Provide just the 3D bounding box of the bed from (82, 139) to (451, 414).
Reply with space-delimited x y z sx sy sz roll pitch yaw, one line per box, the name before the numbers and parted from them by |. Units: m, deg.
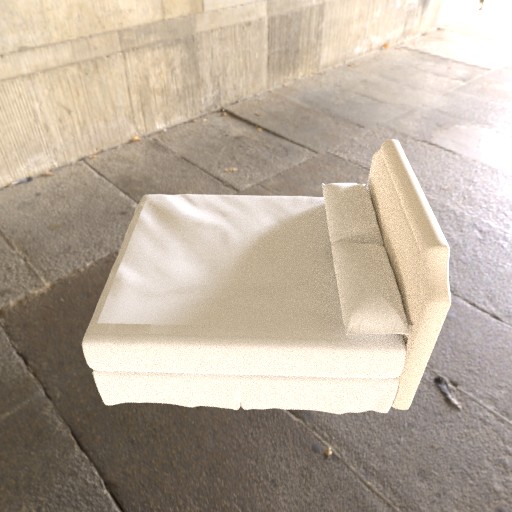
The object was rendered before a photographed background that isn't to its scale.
bed | 0.000 0.000 3.915 2.548 1.524 2.134 1 40 1
